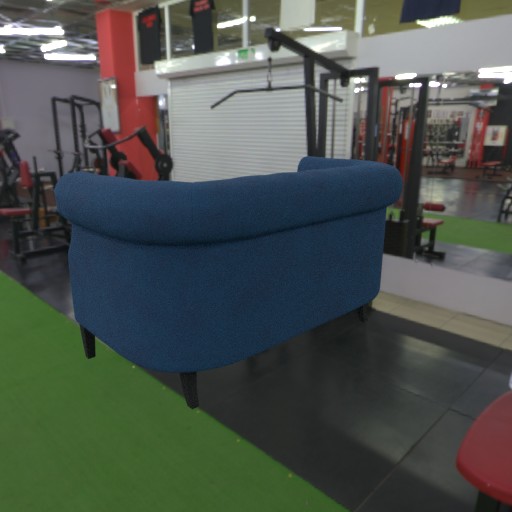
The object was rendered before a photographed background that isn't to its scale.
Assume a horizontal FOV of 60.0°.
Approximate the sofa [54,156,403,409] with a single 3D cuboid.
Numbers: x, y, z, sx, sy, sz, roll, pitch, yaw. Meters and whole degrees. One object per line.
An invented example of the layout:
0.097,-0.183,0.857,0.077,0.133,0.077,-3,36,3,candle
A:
0.000,0.000,2.049,1.558,0.827,0.835,-15,22,-41,sofa
